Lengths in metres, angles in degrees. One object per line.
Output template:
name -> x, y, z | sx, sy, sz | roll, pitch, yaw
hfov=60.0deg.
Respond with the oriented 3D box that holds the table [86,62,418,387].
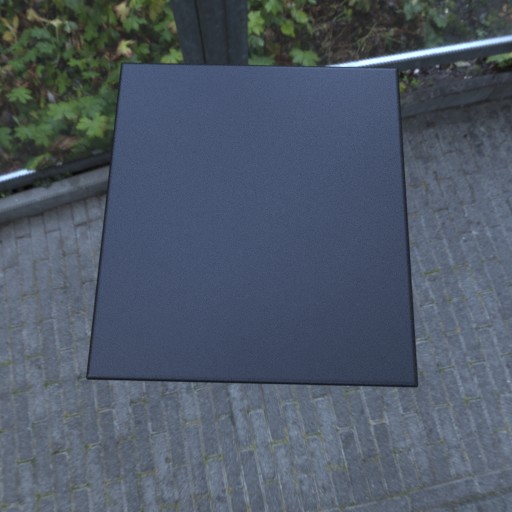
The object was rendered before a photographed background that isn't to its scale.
table -> 0.000, 0.000, 0.917 | 0.442, 0.565, 0.488 | 1, 76, 0
